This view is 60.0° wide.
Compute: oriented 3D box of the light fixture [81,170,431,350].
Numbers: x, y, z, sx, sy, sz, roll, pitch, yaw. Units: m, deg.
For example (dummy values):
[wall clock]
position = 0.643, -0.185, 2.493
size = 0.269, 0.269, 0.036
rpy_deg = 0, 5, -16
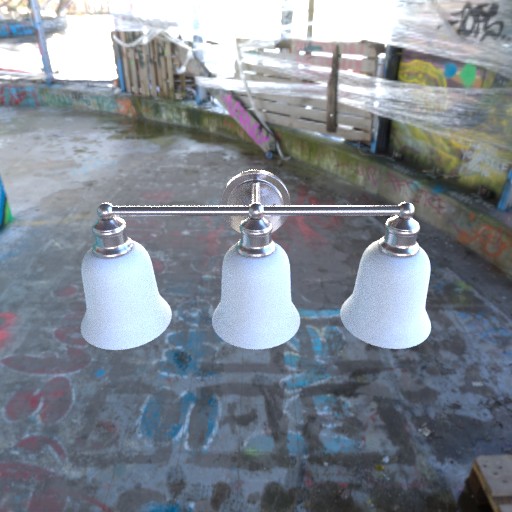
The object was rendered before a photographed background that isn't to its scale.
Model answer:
[light fixture]
position = 0.000, 0.000, 0.700
size = 0.570, 0.211, 0.198
rpy_deg = 0, 31, 0
